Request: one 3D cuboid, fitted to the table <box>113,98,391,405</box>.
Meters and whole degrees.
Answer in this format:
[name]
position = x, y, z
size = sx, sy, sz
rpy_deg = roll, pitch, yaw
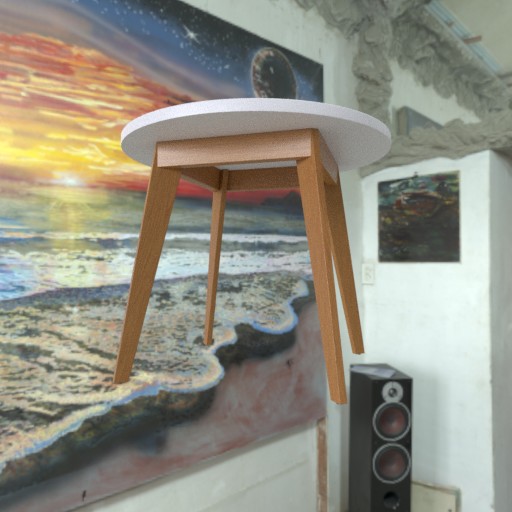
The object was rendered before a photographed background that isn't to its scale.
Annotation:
[table]
position = 0.000, 0.000, 1.530
size = 0.896, 0.762, 0.896
rpy_deg = 0, -1, 0
